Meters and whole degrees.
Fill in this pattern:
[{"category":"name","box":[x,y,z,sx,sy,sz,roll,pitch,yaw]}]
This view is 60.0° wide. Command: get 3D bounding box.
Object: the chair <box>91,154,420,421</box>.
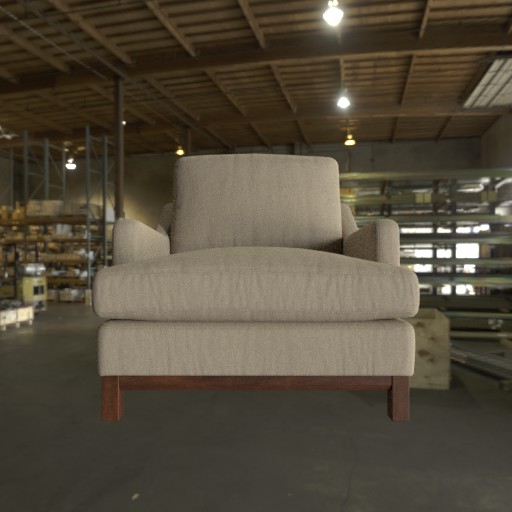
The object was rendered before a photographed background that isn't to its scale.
[{"category":"chair","box":[0.000,0.000,1.689,0.912,0.916,1.001,0,0,0]}]
